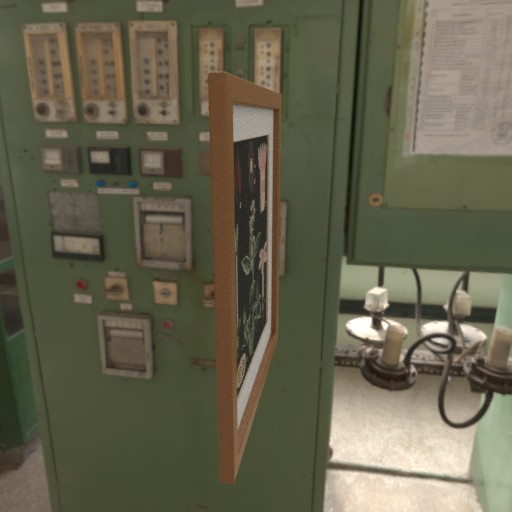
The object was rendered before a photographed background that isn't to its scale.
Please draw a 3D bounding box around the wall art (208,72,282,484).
[{"bbox_3d":[0.000,0.000,0.767,0.021,0.550,0.449,3,17,10],"label":"wall art"}]
